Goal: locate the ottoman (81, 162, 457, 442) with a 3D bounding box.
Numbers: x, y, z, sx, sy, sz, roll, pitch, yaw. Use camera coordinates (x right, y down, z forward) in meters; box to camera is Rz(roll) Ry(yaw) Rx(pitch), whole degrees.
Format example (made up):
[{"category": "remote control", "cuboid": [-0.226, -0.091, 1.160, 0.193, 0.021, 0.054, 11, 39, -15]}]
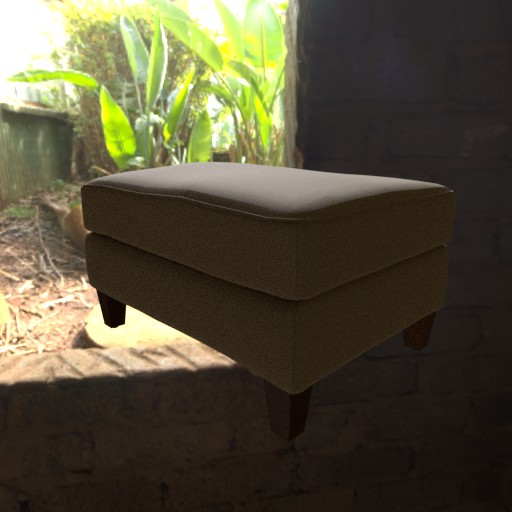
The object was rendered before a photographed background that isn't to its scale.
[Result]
[{"category": "ottoman", "cuboid": [0.000, 0.000, 1.204, 0.634, 0.485, 0.818, -14, 21, -42]}]
